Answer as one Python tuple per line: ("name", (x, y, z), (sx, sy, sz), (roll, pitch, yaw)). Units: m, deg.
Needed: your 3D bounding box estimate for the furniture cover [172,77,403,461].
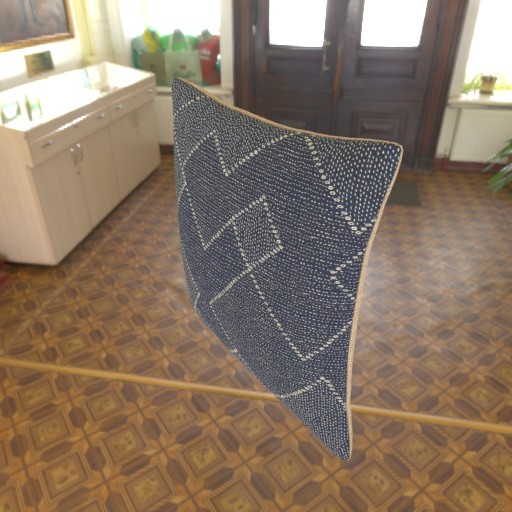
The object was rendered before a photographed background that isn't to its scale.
("furniture cover", (0.000, 0.000, 0.747), (0.162, 0.503, 0.511), (-20, 36, -30))
